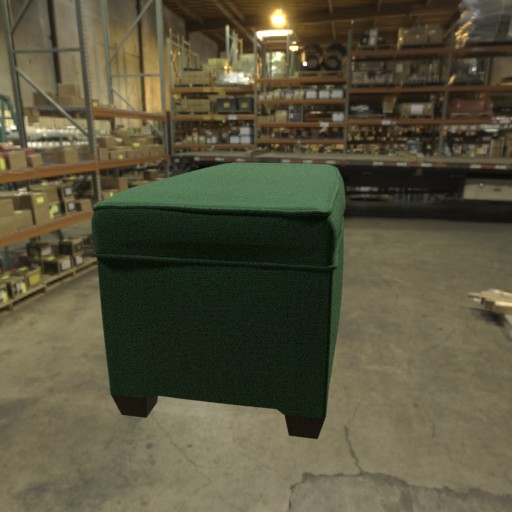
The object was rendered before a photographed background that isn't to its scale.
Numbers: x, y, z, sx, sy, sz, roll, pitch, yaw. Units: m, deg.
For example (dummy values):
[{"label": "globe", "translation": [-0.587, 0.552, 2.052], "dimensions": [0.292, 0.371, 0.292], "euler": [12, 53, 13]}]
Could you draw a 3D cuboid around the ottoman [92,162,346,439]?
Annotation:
[{"label": "ottoman", "translation": [0.000, 0.000, 1.249], "dimensions": [0.483, 0.471, 0.957], "euler": [3, 16, 10]}]
